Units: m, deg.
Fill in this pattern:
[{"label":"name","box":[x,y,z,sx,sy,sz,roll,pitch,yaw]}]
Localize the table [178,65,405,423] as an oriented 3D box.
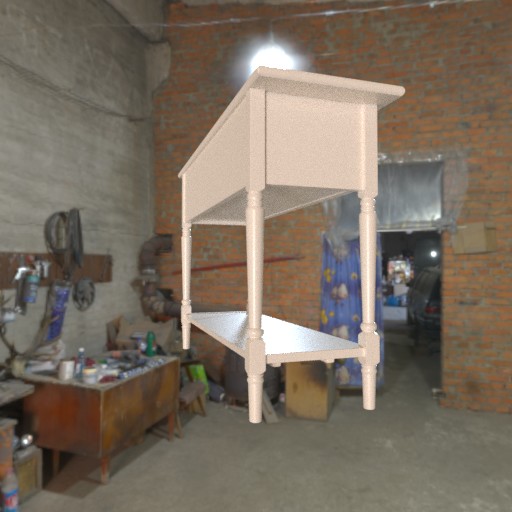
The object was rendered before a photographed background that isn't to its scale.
[{"label":"table","box":[0.000,0.000,1.588,0.386,0.814,1.191,1,-2,-18]}]
